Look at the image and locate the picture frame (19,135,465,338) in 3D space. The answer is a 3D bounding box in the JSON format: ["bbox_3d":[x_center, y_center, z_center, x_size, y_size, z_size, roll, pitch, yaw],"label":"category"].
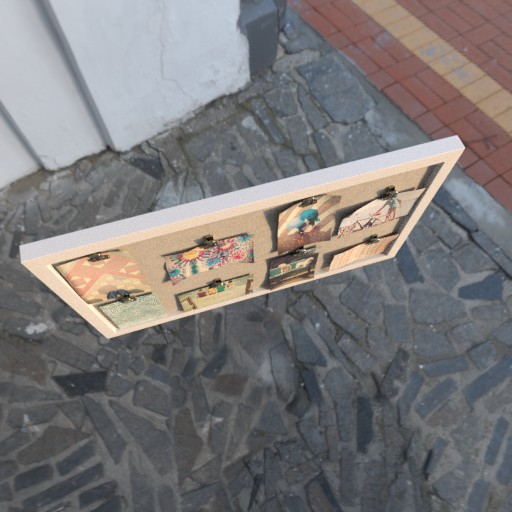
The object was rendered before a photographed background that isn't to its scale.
[{"bbox_3d":[0.000,0.000,0.791,0.647,0.379,0.044,-15,65,-7],"label":"picture frame"}]
